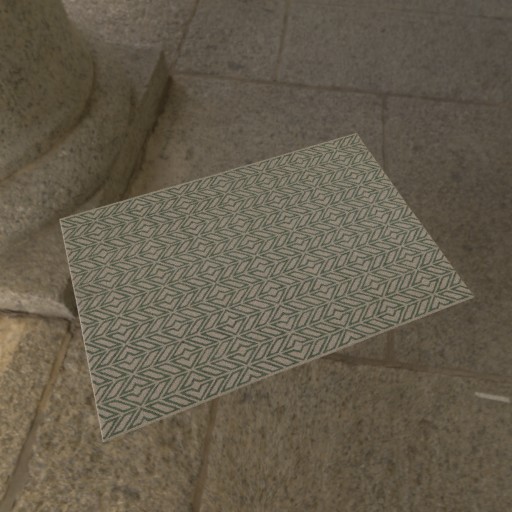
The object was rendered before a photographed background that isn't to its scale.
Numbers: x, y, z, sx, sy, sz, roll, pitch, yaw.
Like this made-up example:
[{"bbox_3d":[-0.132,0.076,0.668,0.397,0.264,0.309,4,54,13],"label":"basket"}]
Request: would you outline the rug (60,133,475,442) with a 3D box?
[{"bbox_3d":[0.000,0.000,2.298,1.828,0.007,1.220,-18,60,-11],"label":"rug"}]
